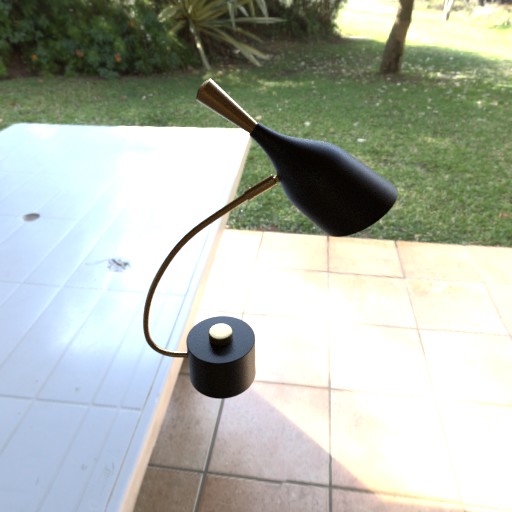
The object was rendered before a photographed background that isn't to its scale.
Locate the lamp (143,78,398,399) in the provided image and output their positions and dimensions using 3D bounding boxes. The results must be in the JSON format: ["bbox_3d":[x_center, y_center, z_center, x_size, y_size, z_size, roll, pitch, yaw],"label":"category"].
[{"bbox_3d":[0.000,0.000,0.615,0.352,0.464,0.110,1,33,1],"label":"lamp"}]
